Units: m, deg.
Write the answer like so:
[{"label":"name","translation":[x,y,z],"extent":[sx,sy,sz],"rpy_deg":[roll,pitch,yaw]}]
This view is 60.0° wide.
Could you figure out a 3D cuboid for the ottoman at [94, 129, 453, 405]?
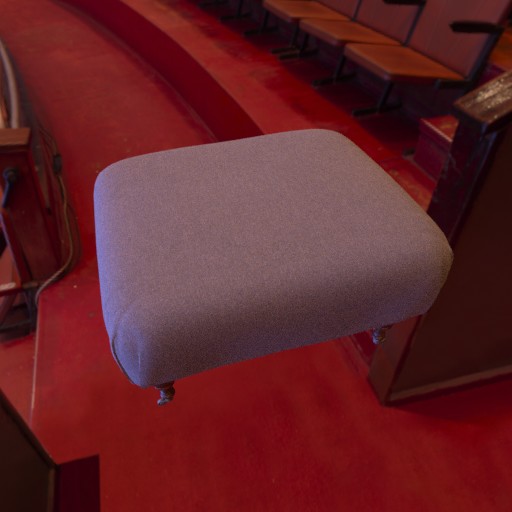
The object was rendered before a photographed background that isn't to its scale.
[{"label":"ottoman","translation":[0.000,0.000,1.151],"extent":[0.747,0.450,0.622],"rpy_deg":[-12,43,-13]}]
